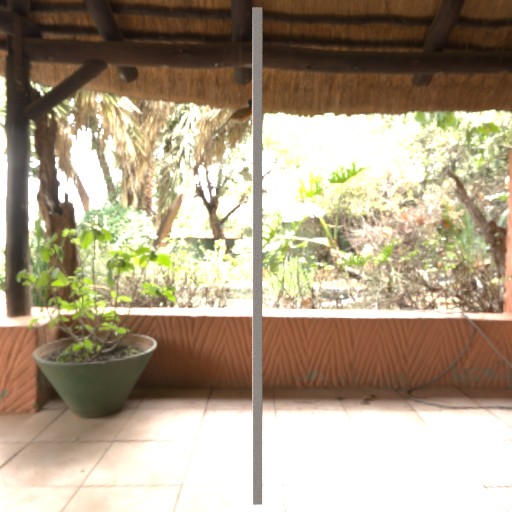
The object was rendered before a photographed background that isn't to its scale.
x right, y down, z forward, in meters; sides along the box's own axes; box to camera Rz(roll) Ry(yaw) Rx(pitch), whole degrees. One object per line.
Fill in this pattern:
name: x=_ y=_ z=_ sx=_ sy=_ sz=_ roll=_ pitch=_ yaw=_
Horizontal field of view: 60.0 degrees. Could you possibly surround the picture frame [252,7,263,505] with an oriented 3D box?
picture frame: x=0.000 y=0.000 z=0.814 sx=0.013 sy=0.657 sz=0.457 roll=0 pitch=0 yaw=-1
